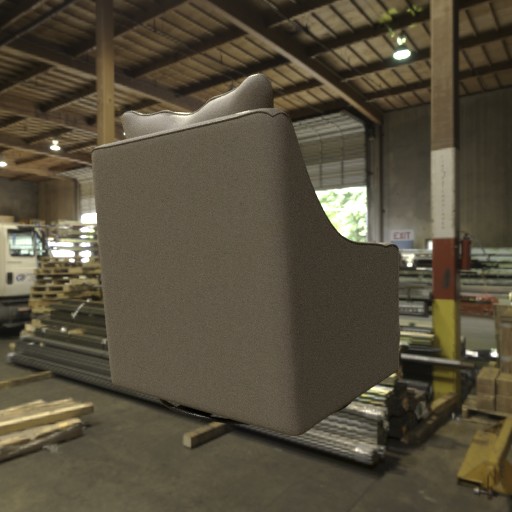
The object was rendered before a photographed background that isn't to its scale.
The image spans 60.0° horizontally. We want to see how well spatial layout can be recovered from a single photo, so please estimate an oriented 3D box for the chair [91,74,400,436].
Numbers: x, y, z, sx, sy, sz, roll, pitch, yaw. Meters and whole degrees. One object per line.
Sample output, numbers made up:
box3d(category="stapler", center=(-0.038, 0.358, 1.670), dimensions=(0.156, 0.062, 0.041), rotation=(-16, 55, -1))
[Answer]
box3d(category="chair", center=(0.000, 0.000, 1.586), dimensions=(0.760, 0.942, 0.876), rotation=(0, 1, 36))
